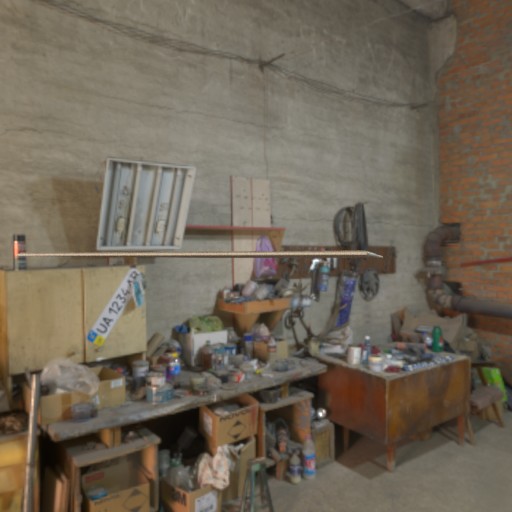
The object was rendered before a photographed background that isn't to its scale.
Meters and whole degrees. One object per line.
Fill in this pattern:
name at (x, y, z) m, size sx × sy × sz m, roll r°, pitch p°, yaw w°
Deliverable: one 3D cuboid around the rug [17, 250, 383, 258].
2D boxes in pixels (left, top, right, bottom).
rug at (0.000, 0.000, 2.276) m, size 1.219 × 0.012 × 1.839 m, roll 0°, pitch -1°, yaw 17°
